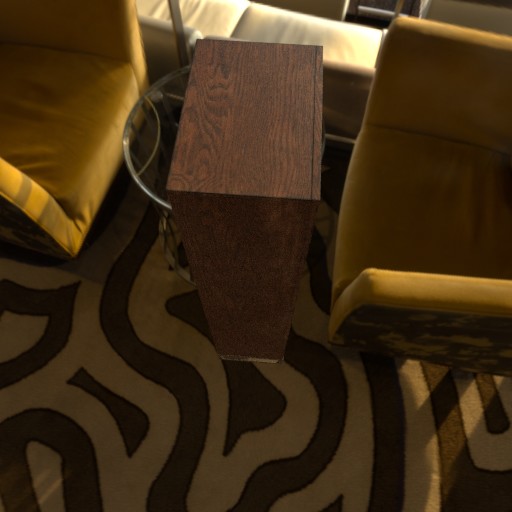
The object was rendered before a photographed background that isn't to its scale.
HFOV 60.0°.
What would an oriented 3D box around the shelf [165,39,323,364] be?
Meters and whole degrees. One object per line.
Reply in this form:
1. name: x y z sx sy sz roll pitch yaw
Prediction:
1. shelf: 0.000 0.000 1.949 0.395 1.732 0.539 4 64 2
